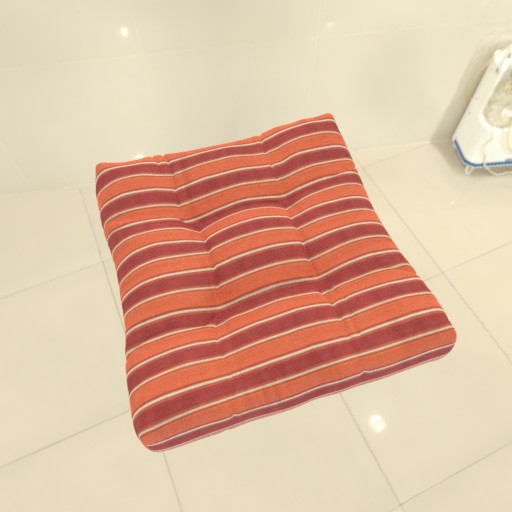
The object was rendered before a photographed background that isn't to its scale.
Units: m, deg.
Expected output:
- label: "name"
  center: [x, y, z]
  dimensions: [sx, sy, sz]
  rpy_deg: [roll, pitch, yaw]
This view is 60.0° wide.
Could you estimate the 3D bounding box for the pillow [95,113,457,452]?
- label: "pillow"
  center: [0.000, 0.000, 0.726]
  dimensions: [0.468, 0.133, 0.490]
  rpy_deg: [-15, 60, -9]
